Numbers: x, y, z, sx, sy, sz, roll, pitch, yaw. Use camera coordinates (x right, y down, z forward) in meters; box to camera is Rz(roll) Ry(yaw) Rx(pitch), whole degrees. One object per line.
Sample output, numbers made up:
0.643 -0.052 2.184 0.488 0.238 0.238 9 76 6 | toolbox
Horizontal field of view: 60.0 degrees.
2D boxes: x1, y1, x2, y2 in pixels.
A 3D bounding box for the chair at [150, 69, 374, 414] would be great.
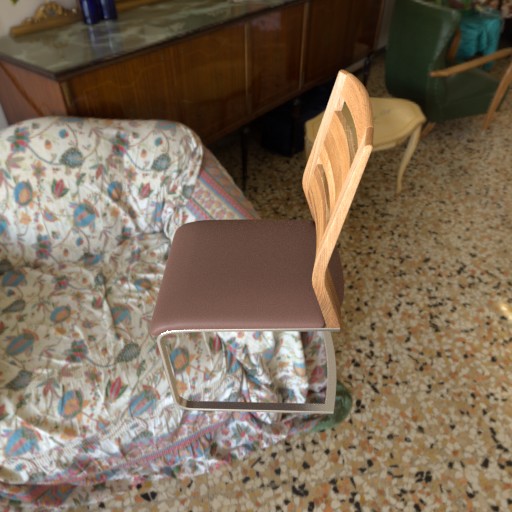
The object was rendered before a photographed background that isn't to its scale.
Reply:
0.000 0.000 1.299 0.570 0.970 0.460 1 41 1 | chair
